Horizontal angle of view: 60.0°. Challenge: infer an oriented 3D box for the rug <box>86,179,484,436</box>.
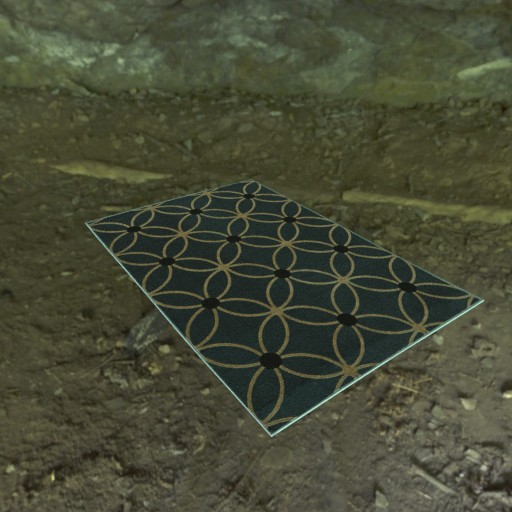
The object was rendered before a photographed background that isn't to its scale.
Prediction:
[{"bbox_3d":[0.000,0.000,2.902,1.522,0.008,2.284,-21,37,-30],"label":"rug"}]
